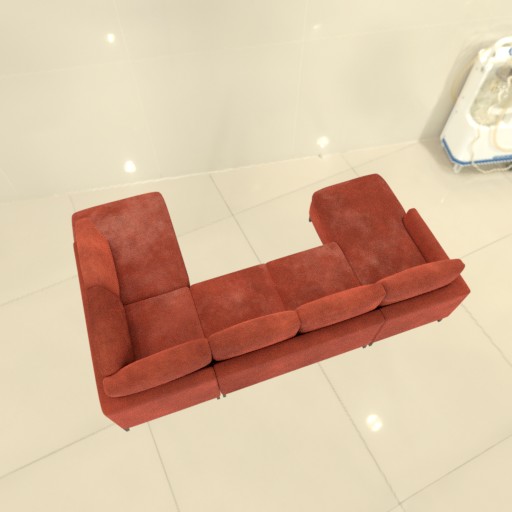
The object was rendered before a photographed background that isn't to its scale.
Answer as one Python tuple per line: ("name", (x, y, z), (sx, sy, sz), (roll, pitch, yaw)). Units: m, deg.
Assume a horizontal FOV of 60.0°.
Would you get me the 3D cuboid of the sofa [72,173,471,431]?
("sofa", (0.000, 0.000, 3.897), (2.971, 0.858, 1.981), (-17, 60, -10))
